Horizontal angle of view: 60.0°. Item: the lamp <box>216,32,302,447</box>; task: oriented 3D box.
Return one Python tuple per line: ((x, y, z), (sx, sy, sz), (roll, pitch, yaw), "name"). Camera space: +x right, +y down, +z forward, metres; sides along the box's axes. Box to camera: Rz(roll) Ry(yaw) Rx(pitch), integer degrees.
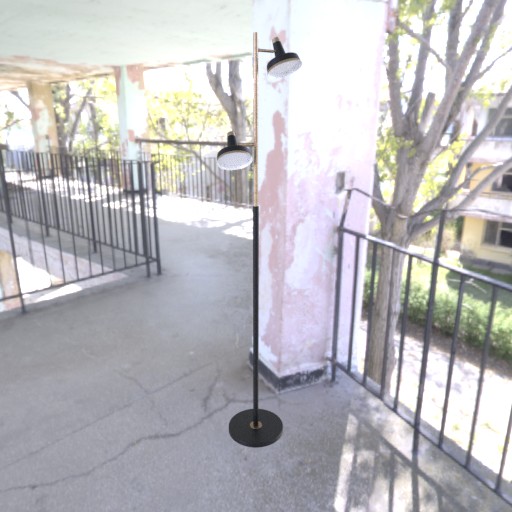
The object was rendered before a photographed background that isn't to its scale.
((0.000, 0.000, 1.829), (0.351, 1.674, 0.253), (-8, 18, -26), "lamp")
